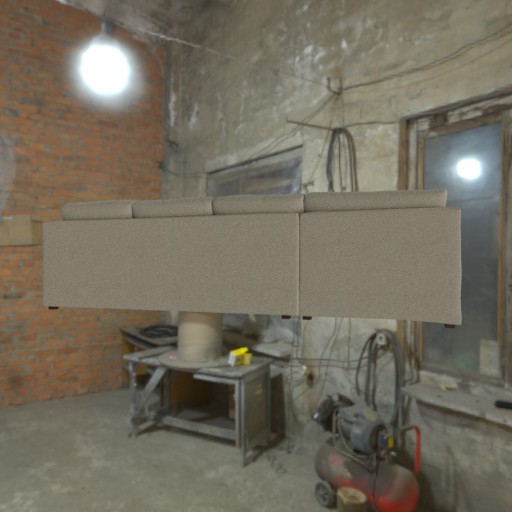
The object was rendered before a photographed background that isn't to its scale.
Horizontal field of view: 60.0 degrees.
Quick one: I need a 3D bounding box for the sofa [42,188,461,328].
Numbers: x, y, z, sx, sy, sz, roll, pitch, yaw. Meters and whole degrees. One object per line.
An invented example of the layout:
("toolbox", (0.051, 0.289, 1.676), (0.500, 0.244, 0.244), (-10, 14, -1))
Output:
("sofa", (0.000, 0.000, 3.951), (3.205, 0.922, 1.650), (0, -1, 17))
